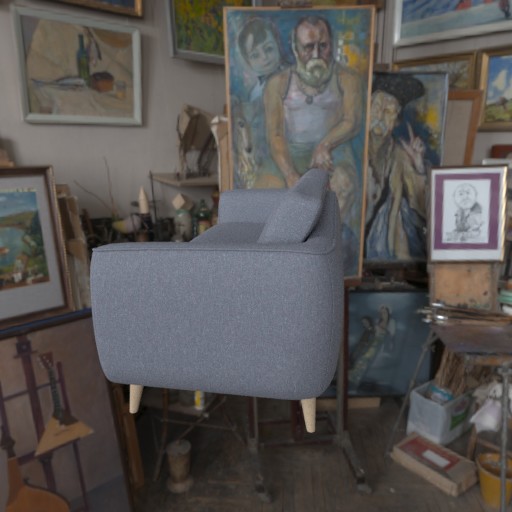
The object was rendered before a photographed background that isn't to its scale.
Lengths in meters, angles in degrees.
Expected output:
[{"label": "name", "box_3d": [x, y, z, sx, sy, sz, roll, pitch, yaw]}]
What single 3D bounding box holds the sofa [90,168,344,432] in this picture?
[{"label": "sofa", "box_3d": [0.000, 0.000, 2.467, 0.920, 0.870, 2.000, 2, 15, 10]}]
